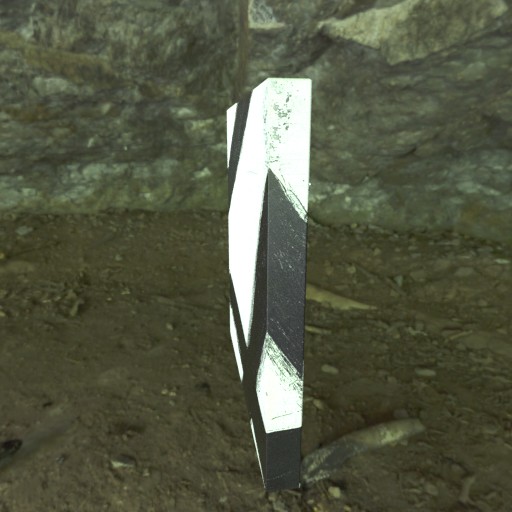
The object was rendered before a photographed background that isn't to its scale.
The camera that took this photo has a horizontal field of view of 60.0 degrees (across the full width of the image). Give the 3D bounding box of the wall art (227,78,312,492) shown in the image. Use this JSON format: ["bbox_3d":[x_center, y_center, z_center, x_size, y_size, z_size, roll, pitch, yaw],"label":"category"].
[{"bbox_3d":[0.000,0.000,0.759,0.050,0.508,0.507,-2,15,-8],"label":"wall art"}]
